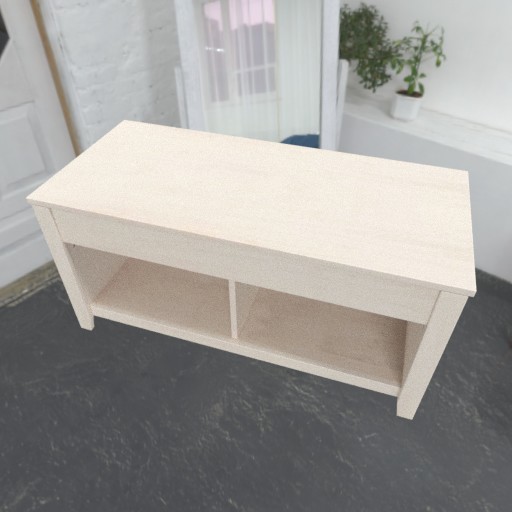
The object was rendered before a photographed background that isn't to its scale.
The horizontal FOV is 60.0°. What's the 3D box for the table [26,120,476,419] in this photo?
[{"bbox_3d":[0.000,0.000,1.270,1.016,0.483,0.457,12,43,13],"label":"table"}]
